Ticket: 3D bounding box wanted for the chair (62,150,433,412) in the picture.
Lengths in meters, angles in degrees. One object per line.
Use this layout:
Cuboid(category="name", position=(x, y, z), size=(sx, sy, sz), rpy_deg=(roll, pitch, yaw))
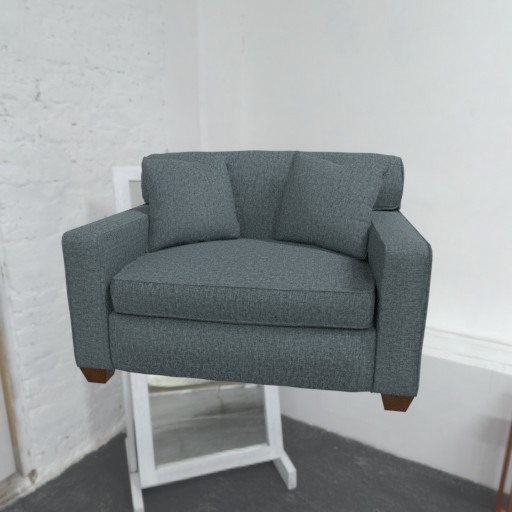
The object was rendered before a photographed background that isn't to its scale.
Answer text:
Cuboid(category="chair", position=(0.000, 0.000, 2.068), size=(1.383, 0.948, 1.000), rpy_deg=(2, 15, 9))
